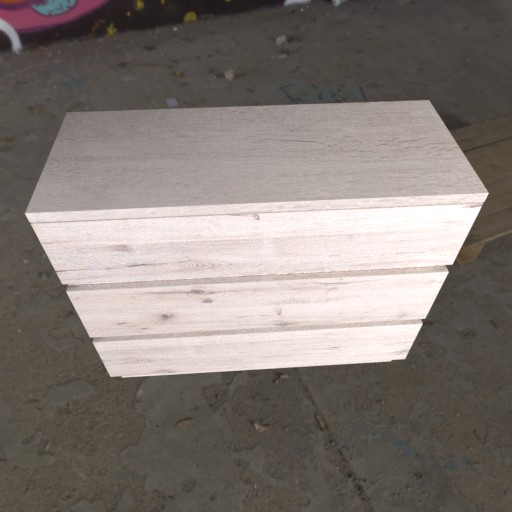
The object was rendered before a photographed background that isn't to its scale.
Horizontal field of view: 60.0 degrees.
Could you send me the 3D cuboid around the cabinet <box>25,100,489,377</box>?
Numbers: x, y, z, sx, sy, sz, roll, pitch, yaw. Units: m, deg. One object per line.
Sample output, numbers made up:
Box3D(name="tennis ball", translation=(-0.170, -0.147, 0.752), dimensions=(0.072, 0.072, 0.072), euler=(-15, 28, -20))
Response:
Box3D(name="cabinet", translation=(0.000, 0.000, 1.435), dimensions=(1.040, 0.820, 0.420), euler=(-3, 48, -3))
